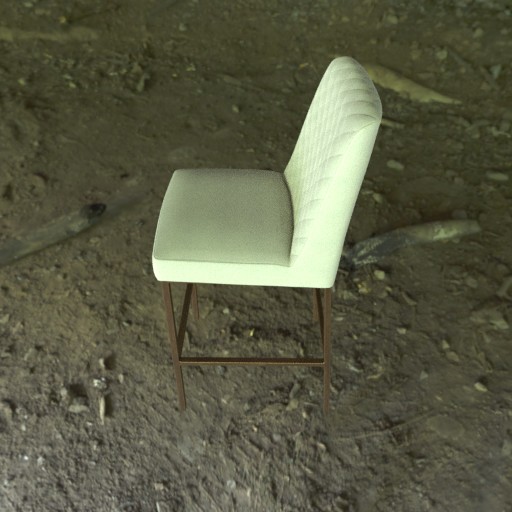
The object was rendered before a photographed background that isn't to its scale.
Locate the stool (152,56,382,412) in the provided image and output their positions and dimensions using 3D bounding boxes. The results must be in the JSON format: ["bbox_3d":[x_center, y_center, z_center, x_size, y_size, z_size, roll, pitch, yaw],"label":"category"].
[{"bbox_3d":[0.000,0.000,1.375,0.546,1.084,0.462,0,42,1],"label":"stool"}]
